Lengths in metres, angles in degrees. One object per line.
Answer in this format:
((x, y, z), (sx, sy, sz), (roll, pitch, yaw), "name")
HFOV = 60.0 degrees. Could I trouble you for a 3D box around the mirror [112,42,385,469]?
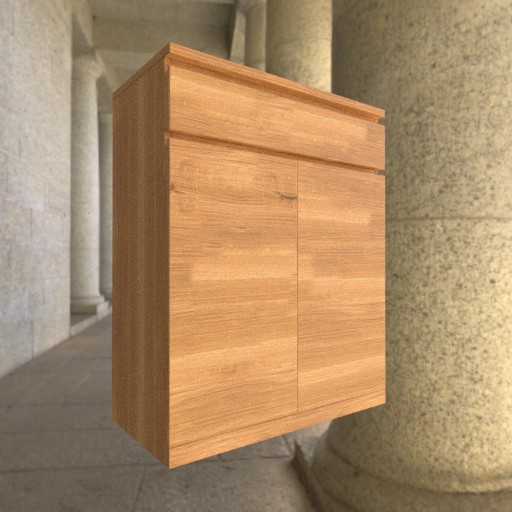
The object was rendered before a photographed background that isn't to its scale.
((0.000, 0.000, 1.434), (0.800, 1.000, 0.400), (0, -1, -36), "mirror")
